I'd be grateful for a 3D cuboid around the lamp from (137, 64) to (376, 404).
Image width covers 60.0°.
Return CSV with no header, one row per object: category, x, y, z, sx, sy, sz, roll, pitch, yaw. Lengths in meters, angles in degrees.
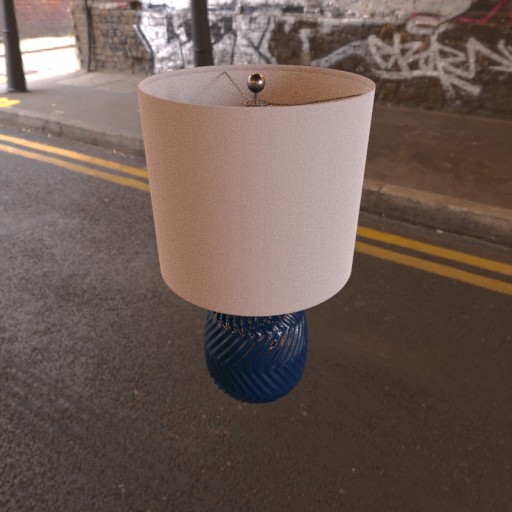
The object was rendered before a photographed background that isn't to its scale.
lamp,0.000,0.000,0.478,0.203,0.368,0.203,-10,32,-17
